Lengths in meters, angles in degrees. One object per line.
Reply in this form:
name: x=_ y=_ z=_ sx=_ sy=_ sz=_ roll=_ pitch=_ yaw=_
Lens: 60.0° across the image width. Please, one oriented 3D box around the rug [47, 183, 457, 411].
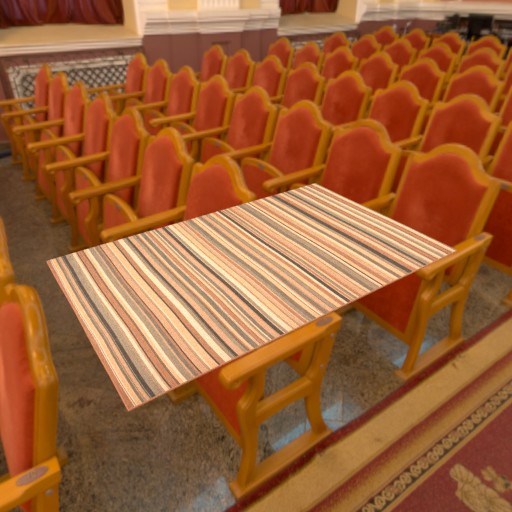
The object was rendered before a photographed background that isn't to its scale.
rug: x=0.000 y=0.000 z=3.092 sx=2.438 sy=0.014 sz=1.523 roll=-20 pitch=37 yaw=-29
